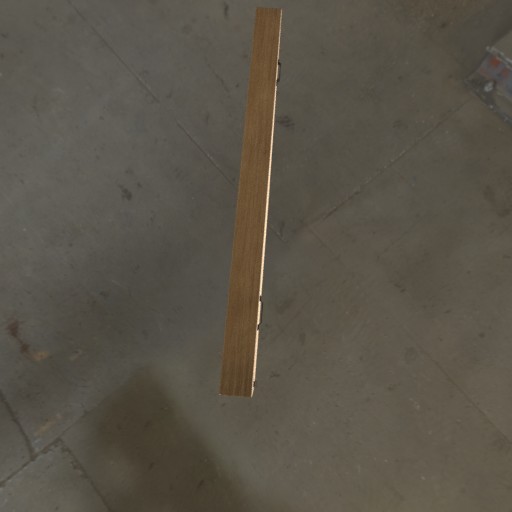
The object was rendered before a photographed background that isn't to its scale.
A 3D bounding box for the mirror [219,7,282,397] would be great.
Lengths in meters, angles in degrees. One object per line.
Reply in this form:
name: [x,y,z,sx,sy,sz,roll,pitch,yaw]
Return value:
mirror: [0.000,0.000,0.879,0.040,0.710,0.507,4,75,1]
